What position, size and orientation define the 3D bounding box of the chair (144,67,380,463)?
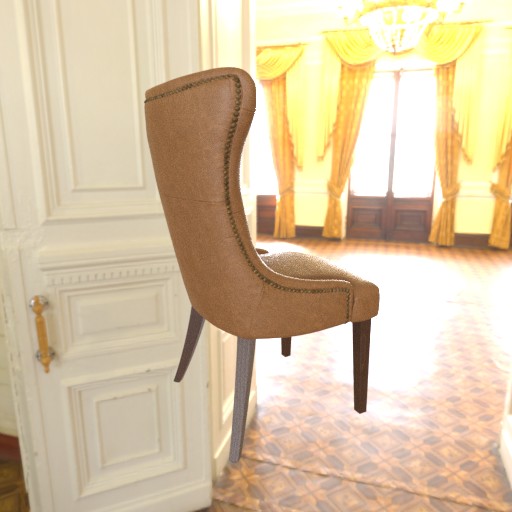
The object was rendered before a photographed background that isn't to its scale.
[{"bbox_3d":[0.000,0.000,1.476,0.669,1.065,0.611,-7,15,-27],"label":"chair"}]
